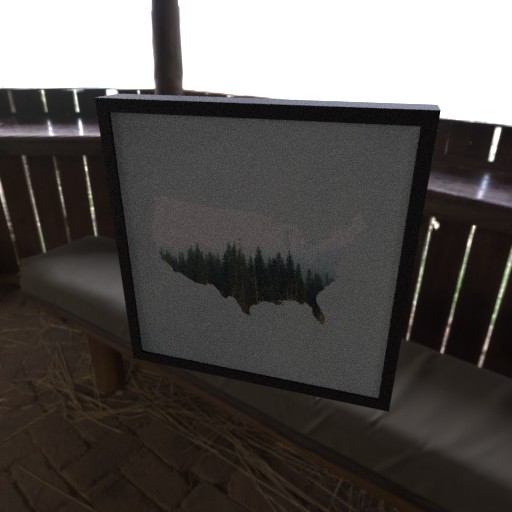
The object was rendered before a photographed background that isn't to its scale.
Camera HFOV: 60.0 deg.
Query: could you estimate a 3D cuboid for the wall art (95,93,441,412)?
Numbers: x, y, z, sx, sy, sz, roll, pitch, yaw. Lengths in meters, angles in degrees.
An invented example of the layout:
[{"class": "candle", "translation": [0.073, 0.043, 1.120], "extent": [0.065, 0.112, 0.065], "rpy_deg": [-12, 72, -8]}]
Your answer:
[{"class": "wall art", "translation": [0.000, 0.000, 0.457], "extent": [0.304, 0.304, 0.038], "rpy_deg": [7, 27, 15]}]
